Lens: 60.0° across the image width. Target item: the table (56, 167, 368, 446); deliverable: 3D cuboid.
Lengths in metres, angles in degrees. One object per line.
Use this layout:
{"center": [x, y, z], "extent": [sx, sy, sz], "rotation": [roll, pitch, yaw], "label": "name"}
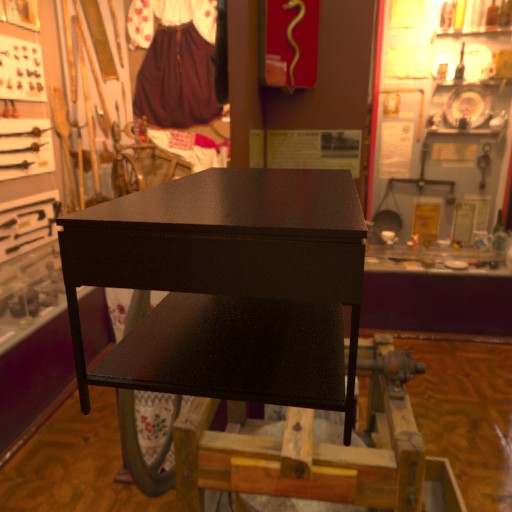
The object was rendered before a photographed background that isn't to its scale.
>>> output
{"center": [0.000, 0.000, 1.366], "extent": [0.574, 0.435, 1.095], "rotation": [3, 17, 10], "label": "table"}
